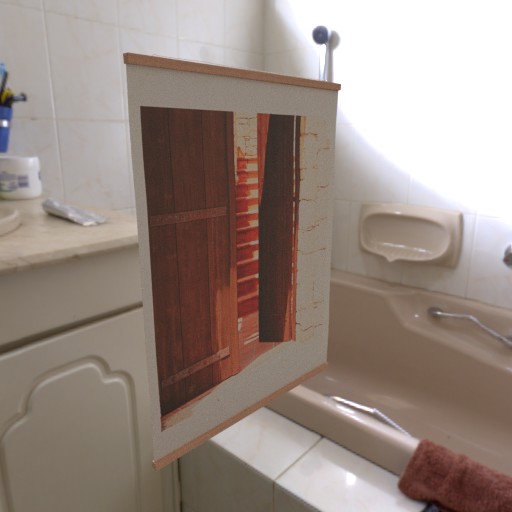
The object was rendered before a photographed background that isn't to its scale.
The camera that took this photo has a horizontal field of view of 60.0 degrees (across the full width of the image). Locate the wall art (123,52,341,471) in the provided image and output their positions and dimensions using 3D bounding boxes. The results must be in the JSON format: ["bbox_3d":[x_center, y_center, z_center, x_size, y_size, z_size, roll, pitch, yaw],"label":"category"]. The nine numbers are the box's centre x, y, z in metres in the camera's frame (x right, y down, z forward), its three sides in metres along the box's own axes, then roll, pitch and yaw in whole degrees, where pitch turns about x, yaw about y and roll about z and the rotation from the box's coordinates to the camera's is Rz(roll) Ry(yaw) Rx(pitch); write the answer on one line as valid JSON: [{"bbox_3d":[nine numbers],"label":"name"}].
[{"bbox_3d":[0.000,0.000,1.292,0.020,1.013,0.758,14,20,43],"label":"wall art"}]
